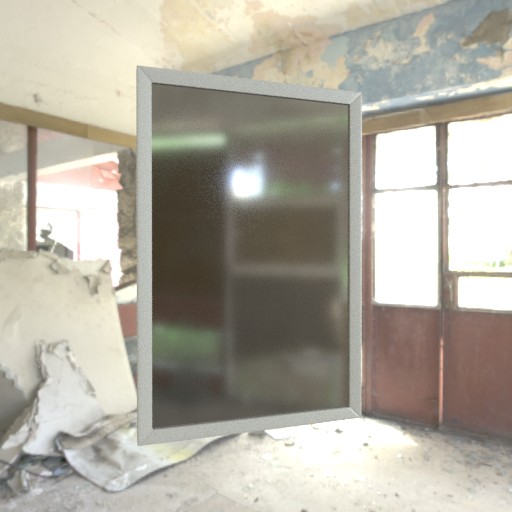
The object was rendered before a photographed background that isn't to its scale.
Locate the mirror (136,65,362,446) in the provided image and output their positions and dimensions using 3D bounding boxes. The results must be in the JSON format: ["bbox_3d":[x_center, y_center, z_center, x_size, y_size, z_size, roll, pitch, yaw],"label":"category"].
[{"bbox_3d":[0.000,0.000,1.173,0.609,0.914,0.041,0,1,-17],"label":"mirror"}]
